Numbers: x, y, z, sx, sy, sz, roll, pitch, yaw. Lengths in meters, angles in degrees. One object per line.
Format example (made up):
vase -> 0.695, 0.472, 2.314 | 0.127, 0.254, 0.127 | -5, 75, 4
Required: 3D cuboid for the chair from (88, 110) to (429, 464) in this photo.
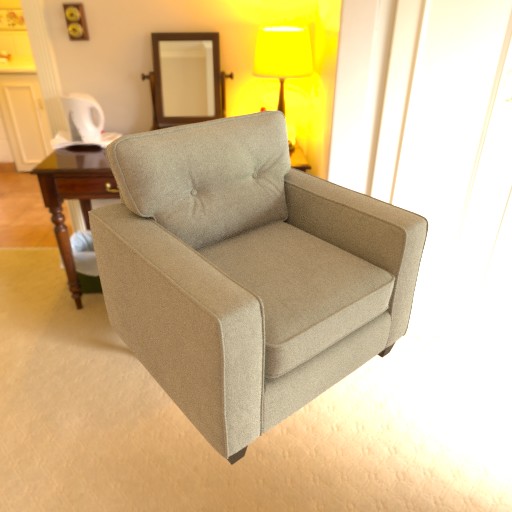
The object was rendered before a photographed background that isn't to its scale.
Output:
chair -> 0.000, 0.000, 1.802 | 1.015, 0.965, 0.939 | -22, 36, -33
